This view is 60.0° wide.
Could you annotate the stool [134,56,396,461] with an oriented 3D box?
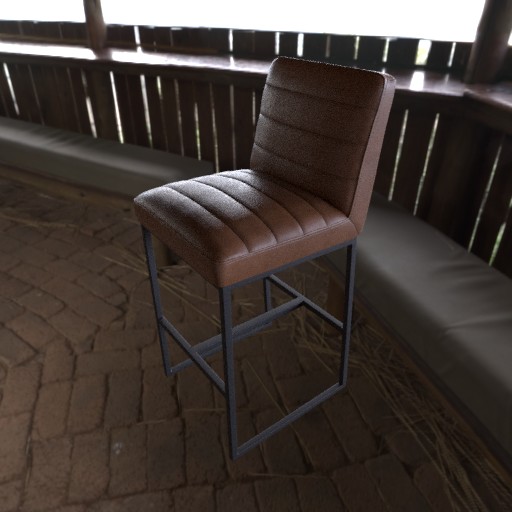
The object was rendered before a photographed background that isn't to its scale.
[{"bbox_3d":[0.000,0.000,1.334,0.556,1.040,0.458,-21,37,-31],"label":"stool"}]
